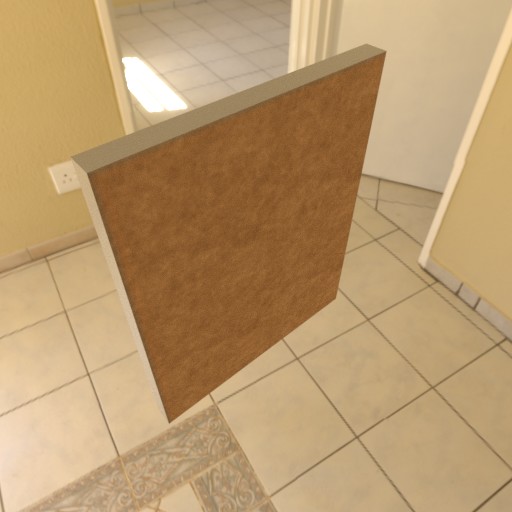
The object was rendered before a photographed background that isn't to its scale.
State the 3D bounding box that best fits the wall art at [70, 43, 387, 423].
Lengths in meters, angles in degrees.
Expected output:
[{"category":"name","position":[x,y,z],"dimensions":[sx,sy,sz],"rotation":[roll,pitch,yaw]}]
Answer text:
[{"category":"wall art","position":[0.000,0.000,0.730],"dimensions":[0.453,0.554,0.037],"rotation":[-31,53,-27]}]
